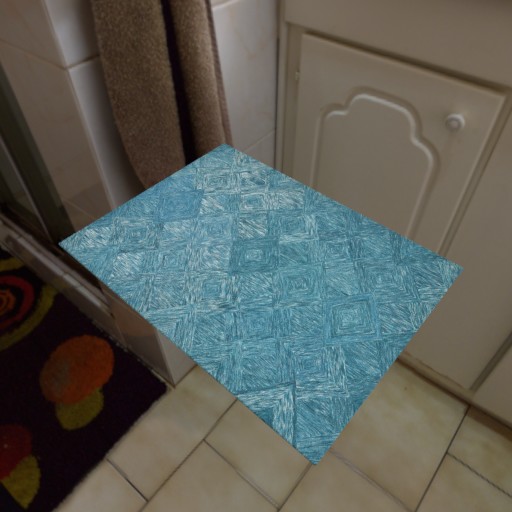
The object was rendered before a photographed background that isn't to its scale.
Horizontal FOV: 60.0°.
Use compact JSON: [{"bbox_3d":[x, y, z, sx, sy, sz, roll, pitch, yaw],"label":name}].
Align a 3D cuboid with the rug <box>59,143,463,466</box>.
[{"bbox_3d":[0.000,0.000,4.382,3.217,0.027,2.405,33,55,27],"label":"rug"}]
